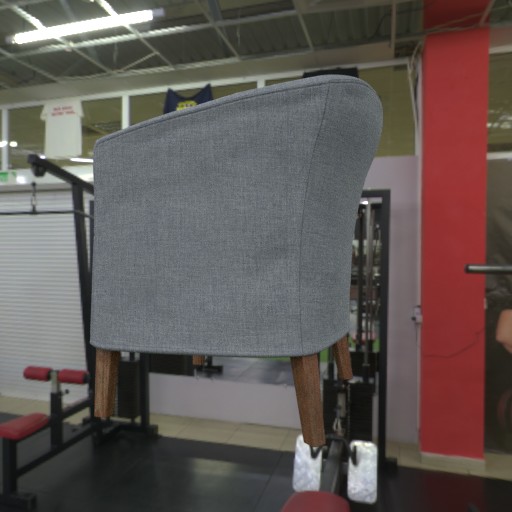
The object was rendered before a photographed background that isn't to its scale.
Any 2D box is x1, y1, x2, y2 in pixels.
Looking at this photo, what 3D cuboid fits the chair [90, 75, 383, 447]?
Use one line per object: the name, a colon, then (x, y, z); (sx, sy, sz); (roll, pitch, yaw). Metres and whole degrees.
chair: (0.000, 0.000, 1.220); (0.668, 0.771, 0.600); (0, 1, 19)
